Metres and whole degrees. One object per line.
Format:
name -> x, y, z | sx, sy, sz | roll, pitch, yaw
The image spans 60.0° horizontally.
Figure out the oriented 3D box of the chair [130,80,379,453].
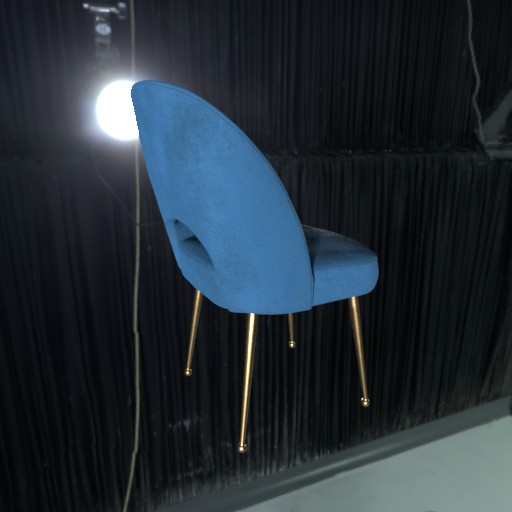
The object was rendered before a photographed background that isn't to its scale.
chair -> 0.000, 0.000, 1.200 | 0.577, 0.860, 0.527 | -9, 19, -27
